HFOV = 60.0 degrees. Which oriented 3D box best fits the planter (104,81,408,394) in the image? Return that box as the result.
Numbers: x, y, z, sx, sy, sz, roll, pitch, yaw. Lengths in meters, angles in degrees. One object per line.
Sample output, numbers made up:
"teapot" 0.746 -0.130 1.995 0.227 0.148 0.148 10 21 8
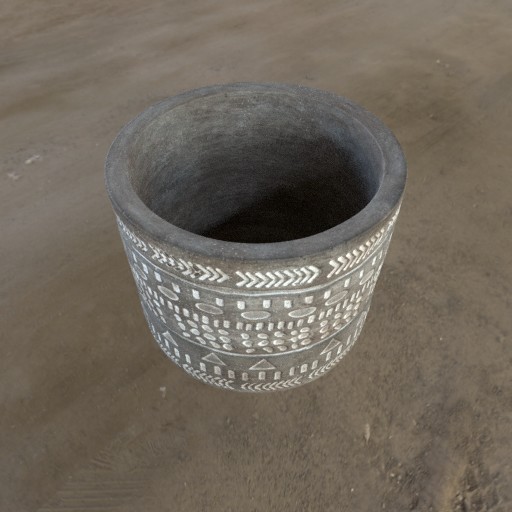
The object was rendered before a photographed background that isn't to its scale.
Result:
"planter" 0.000 0.000 0.226 0.122 0.128 0.122 0 48 0
